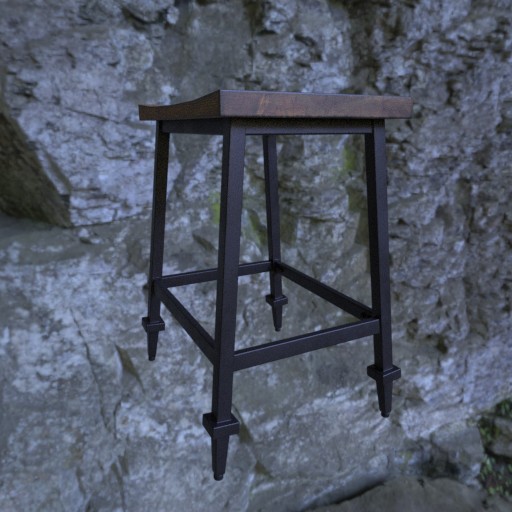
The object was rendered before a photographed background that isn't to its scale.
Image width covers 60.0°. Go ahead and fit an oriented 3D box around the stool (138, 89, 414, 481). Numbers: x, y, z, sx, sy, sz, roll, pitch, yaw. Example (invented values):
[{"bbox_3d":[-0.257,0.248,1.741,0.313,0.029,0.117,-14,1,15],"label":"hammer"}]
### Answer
[{"bbox_3d":[0.000,0.000,0.945,0.405,0.625,0.486,-8,18,-26],"label":"stool"}]
